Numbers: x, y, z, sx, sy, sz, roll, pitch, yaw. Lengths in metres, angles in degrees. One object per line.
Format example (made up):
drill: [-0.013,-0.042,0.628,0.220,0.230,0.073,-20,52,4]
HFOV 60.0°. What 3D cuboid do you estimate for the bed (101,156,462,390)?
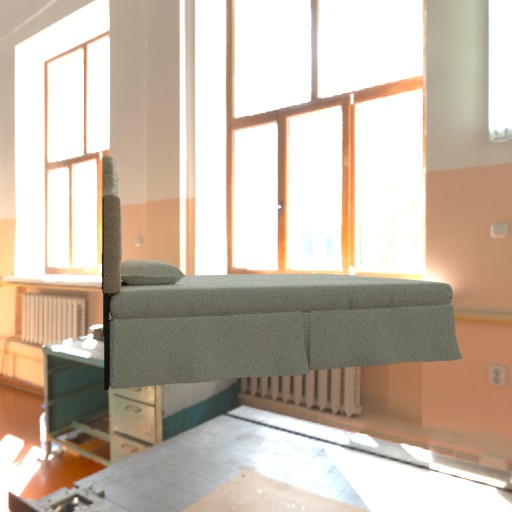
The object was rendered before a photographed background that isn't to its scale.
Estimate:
bed: [0.000,0.000,2.990,1.970,1.194,1.667,0,0,-19]
